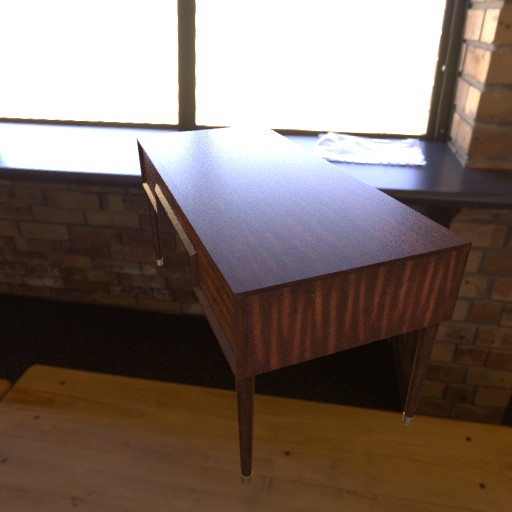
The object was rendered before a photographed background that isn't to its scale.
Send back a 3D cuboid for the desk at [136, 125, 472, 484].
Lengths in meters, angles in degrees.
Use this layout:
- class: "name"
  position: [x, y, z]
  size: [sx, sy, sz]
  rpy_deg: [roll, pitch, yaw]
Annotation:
- class: "desk"
  position: [0.000, 0.000, 1.968]
  size: [0.724, 0.762, 1.575]
  rpy_deg: [-11, 31, -19]
